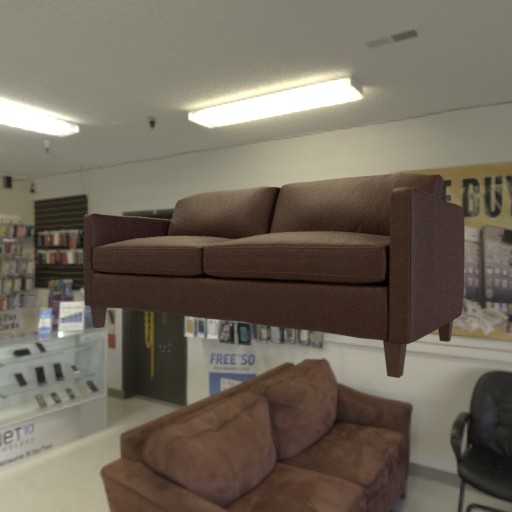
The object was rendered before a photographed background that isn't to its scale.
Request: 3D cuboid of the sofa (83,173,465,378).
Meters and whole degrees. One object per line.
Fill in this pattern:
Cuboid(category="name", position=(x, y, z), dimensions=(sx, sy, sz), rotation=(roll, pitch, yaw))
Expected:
Cuboid(category="sofa", position=(0.000, 0.000, 2.443), dimensions=(1.971, 0.863, 0.923), rotation=(0, 1, 36))
